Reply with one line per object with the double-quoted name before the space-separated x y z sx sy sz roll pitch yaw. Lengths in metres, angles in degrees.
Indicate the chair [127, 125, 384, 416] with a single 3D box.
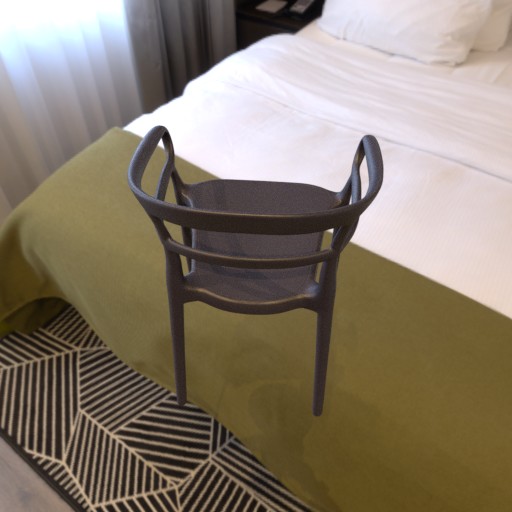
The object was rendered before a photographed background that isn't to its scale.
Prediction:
"chair" 0.000 0.000 1.152 0.559 0.761 0.527 3 48 3
